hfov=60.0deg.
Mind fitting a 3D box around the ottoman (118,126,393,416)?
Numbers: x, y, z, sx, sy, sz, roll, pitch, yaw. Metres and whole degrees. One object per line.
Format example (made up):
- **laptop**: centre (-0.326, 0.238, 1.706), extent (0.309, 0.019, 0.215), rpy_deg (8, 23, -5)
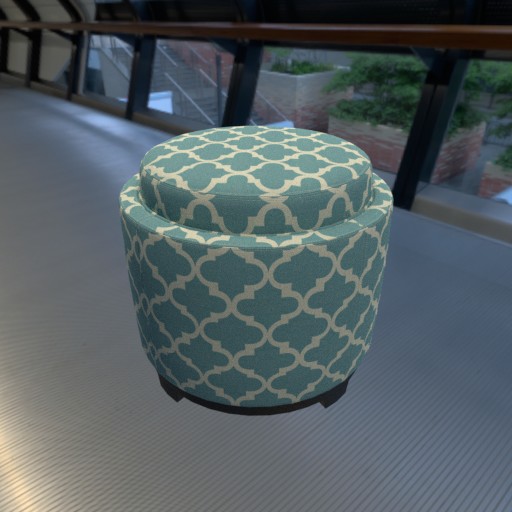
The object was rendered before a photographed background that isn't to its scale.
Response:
- **ottoman**: centre (0.000, 0.000, 0.857), extent (0.480, 0.429, 0.480), rpy_deg (0, 29, 0)
